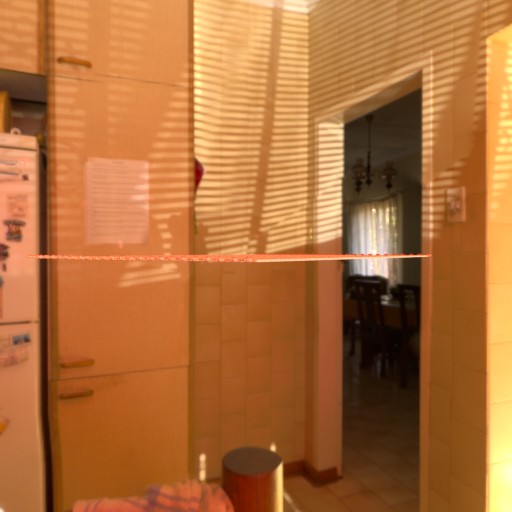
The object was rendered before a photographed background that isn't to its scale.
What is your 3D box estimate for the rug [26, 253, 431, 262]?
[{"bbox_3d":[0.000,0.000,4.429,2.451,0.035,3.369,0,1,37],"label":"rug"}]
